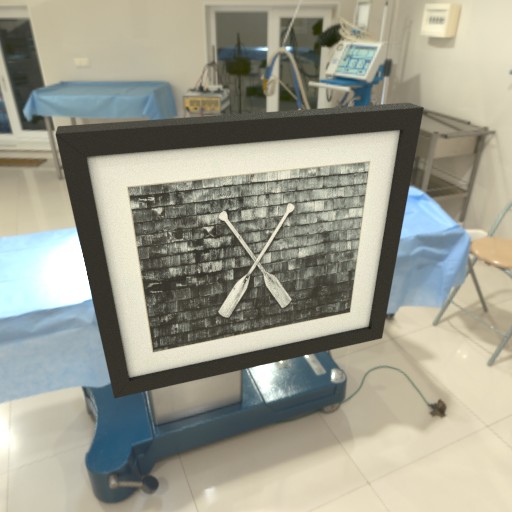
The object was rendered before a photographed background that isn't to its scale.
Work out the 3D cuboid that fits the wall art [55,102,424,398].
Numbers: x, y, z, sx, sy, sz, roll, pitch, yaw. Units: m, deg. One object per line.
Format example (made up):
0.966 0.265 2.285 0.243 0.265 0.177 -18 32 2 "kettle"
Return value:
0.000 0.000 0.535 0.381 0.330 0.029 -9 31 -15 "wall art"
